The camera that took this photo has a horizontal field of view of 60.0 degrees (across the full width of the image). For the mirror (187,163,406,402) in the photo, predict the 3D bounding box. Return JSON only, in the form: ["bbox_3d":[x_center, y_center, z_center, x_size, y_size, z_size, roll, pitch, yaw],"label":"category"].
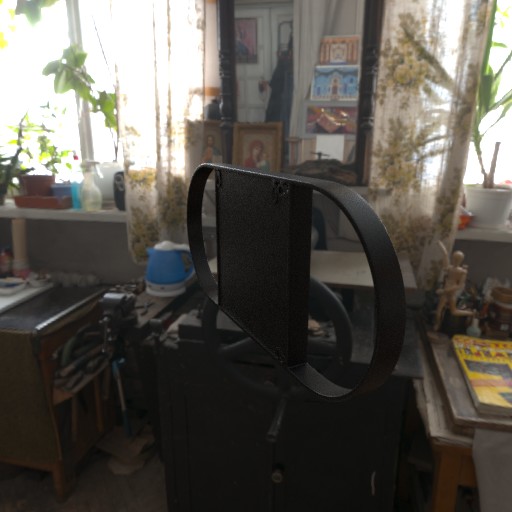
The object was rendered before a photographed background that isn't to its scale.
[{"bbox_3d":[0.000,0.000,0.668,0.032,0.254,0.584,-8,17,-25],"label":"mirror"}]
